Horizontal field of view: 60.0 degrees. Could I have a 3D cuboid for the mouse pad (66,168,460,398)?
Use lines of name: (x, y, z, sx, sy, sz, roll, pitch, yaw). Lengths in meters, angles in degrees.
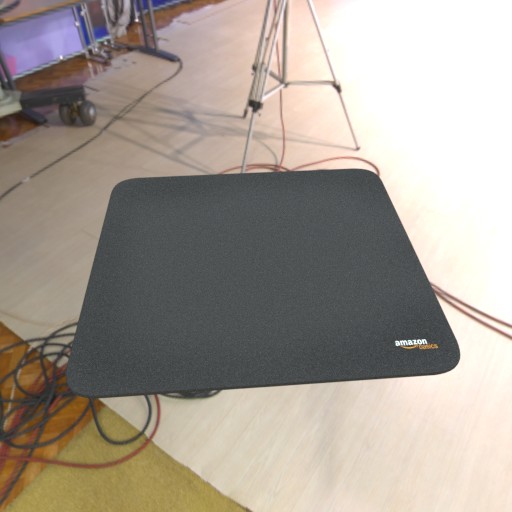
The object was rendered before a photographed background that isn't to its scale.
mouse pad: (0.000, 0.000, 0.317, 0.229, 0.003, 0.203, -3, 45, -3)
